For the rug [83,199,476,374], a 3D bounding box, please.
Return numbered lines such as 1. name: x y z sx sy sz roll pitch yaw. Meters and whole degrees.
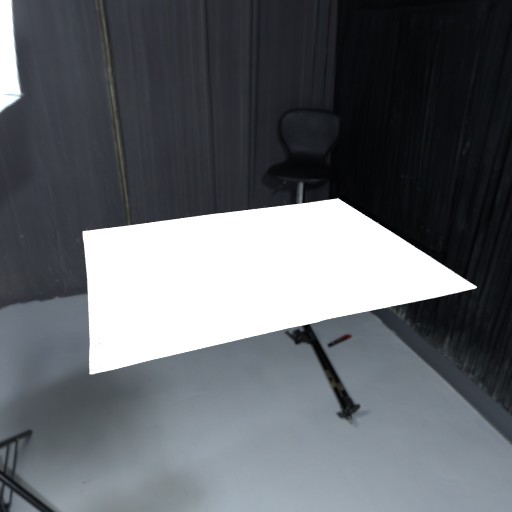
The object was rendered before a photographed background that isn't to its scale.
1. rug: 0.000 0.000 5.149 3.778 0.053 2.873 -9 28 -18
